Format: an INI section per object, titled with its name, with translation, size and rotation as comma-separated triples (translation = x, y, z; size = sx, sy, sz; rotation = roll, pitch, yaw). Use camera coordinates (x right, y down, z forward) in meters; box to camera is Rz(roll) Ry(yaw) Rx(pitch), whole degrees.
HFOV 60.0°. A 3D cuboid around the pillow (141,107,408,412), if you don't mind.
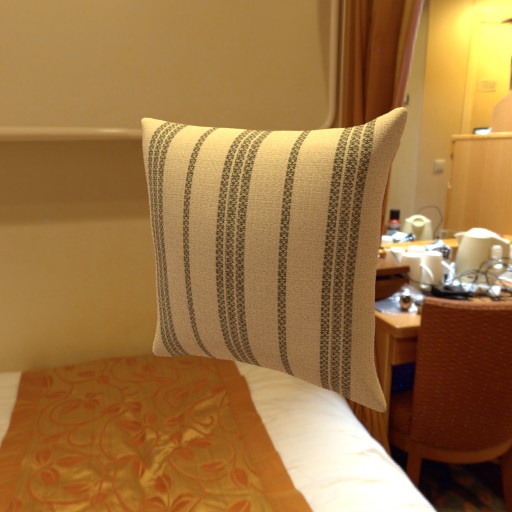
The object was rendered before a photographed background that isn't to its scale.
[pillow]
translation = 0.000, 0.000, 0.659
size = 0.405, 0.406, 0.173
rotation = 7, 15, 25
